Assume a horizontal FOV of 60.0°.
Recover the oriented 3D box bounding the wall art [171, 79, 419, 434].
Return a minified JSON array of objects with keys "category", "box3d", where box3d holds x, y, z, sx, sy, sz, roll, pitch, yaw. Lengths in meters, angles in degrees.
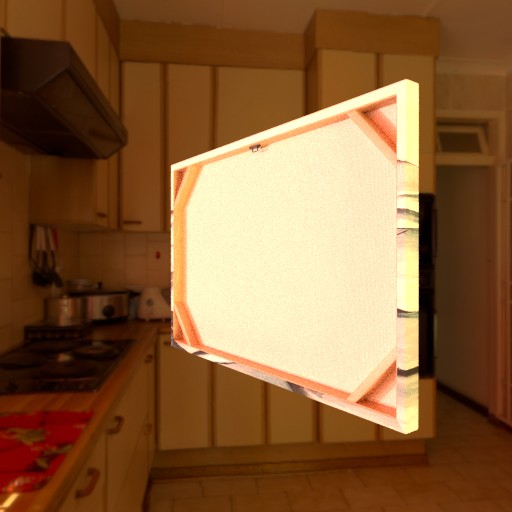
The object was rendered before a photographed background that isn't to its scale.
[{"category":"wall art","box3d":[0.000,0.000,1.136,0.039,0.609,0.914,0,0,-36]}]
